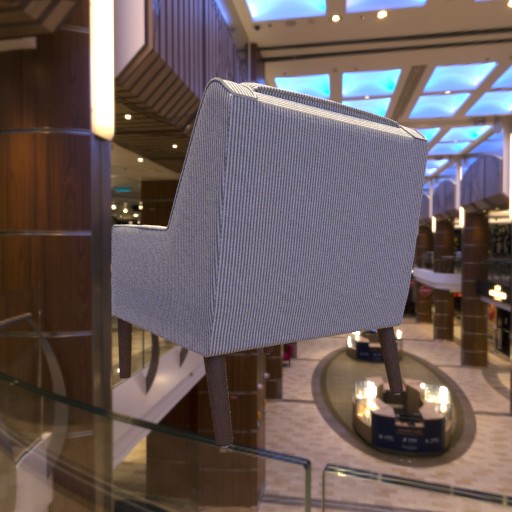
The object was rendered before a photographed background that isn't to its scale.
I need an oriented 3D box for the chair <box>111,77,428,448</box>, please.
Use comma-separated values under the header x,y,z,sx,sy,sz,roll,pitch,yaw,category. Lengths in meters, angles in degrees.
x,y,z,sx,sy,sz,roll,pitch,yaw,category
0.000,0.000,1.335,0.663,0.792,0.743,-1,1,-36,chair
